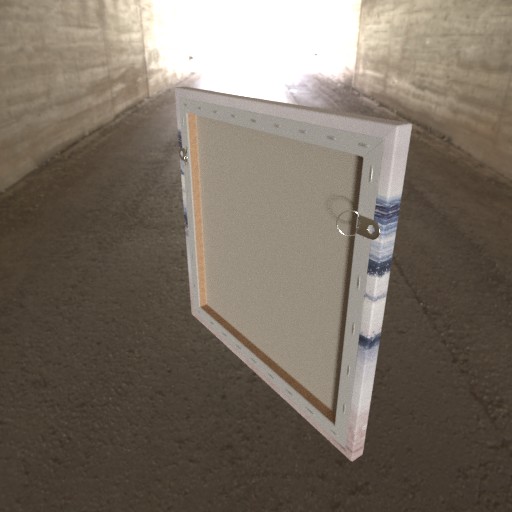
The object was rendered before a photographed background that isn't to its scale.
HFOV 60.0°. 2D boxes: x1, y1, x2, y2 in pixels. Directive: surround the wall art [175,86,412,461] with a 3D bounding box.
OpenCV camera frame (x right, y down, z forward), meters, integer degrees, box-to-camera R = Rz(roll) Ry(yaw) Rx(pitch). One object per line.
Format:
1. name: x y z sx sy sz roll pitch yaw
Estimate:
1. wall art: 0.000 0.000 1.121 0.065 0.747 0.755 -18 31 -32
